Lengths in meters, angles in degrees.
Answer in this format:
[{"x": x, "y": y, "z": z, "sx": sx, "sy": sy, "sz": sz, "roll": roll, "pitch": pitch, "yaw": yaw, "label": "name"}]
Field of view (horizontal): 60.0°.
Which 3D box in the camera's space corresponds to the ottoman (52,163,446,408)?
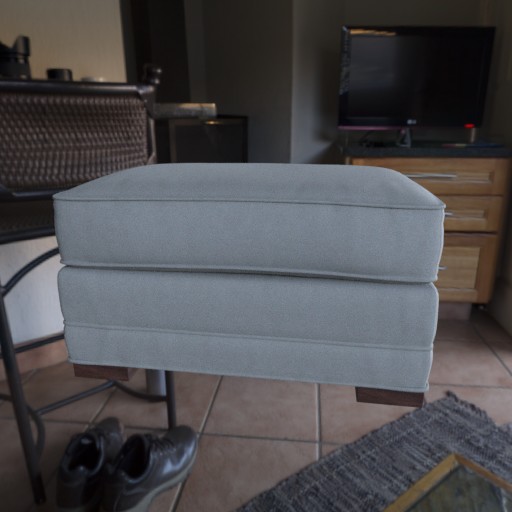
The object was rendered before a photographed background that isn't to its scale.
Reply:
[{"x": 0.000, "y": 0.000, "z": 1.210, "sx": 0.848, "sy": 0.482, "sz": 0.611, "roll": 3, "pitch": 17, "yaw": 8, "label": "ottoman"}]
